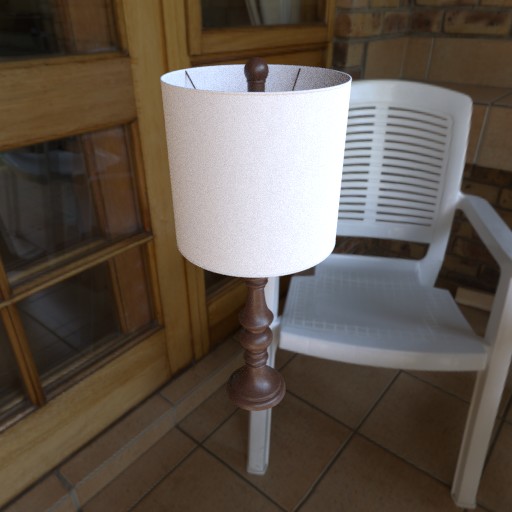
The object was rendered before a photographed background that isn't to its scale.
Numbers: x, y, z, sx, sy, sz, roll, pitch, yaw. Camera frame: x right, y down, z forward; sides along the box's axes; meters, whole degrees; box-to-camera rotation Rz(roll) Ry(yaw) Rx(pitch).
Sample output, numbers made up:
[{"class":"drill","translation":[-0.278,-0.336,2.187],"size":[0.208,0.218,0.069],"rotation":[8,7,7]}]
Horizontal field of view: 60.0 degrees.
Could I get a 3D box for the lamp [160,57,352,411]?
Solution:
[{"class":"lamp","translation":[0.000,0.000,0.726],"size":[0.250,0.597,0.250],"rotation":[18,34,28]}]
